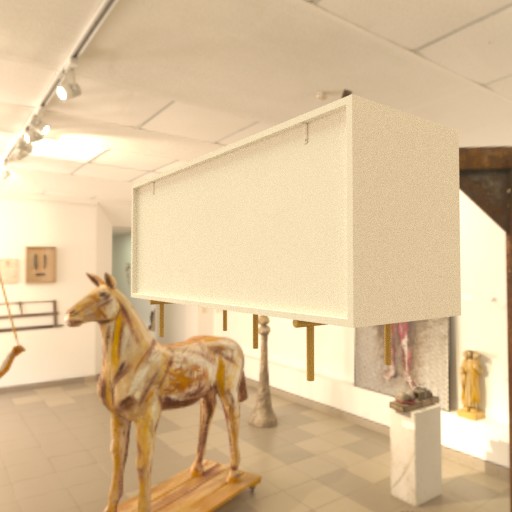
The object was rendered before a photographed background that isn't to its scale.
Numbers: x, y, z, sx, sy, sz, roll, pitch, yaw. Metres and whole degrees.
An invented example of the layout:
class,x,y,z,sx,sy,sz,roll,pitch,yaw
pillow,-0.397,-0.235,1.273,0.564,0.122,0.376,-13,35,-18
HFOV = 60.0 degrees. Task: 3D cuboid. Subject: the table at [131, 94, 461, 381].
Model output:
class,x,y,z,sx,sy,sz,roll,pitch,yaw
table,0.000,0.000,1.856,0.508,0.769,1.500,1,-2,-36
